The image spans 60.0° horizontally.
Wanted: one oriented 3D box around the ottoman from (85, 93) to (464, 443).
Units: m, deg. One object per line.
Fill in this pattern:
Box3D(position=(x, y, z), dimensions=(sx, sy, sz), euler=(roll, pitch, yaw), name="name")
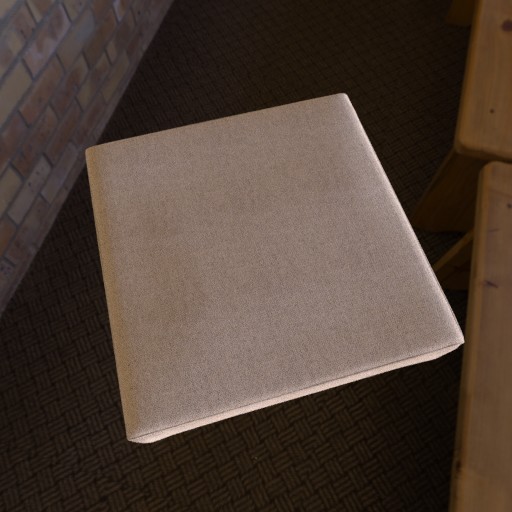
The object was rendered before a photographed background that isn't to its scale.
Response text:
Box3D(position=(0.000, 0.000, 1.525), dimensions=(0.973, 0.381, 0.982), euler=(-14, 66, -6), name="ottoman")
